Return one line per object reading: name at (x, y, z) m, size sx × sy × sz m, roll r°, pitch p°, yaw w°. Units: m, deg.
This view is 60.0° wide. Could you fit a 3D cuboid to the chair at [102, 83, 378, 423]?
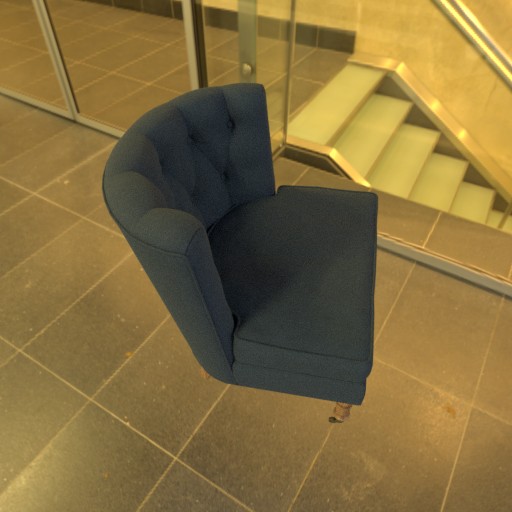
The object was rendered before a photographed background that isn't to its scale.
chair at (0.000, 0.000, 1.337) m, size 0.718 × 0.771 × 0.740 m, roll 9°, pitch 46°, yaw 9°
